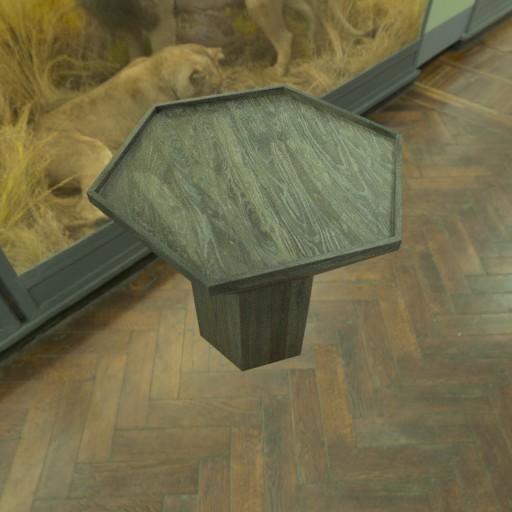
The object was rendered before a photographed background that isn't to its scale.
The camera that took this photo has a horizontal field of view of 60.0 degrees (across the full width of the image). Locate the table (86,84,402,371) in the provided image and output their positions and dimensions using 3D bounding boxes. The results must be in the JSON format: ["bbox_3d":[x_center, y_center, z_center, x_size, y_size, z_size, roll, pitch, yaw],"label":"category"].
[{"bbox_3d":[0.000,0.000,1.136,0.592,0.586,0.683,9,48,8],"label":"table"}]
